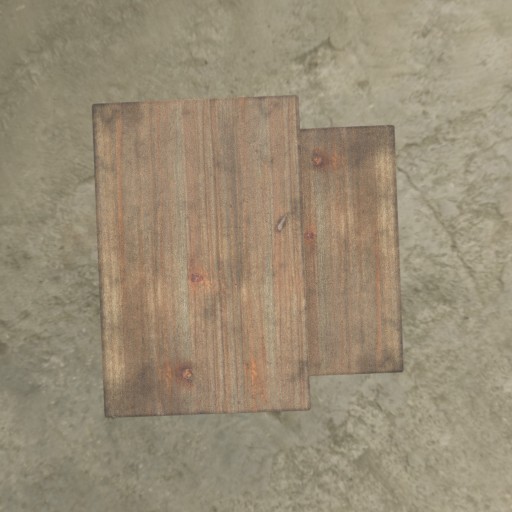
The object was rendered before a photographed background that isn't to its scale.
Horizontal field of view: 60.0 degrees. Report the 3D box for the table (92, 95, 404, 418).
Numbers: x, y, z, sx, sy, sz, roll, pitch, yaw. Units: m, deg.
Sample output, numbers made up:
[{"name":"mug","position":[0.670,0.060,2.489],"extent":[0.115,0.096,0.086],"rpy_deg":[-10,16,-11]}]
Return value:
[{"name":"table","position":[0.000,0.000,0.931],"extent":[0.460,0.615,0.456],"rpy_deg":[0,90,0]}]
